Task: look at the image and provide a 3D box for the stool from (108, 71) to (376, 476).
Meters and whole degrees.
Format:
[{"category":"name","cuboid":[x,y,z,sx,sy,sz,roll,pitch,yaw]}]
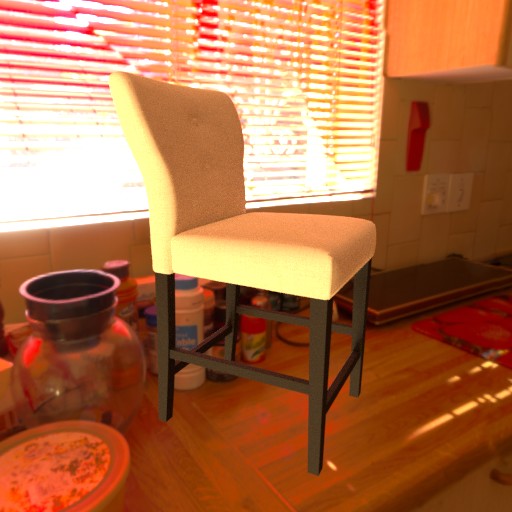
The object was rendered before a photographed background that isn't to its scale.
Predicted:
[{"category":"stool","cuboid":[0.000,0.000,1.279,0.603,0.972,0.514,7,16,26]}]
